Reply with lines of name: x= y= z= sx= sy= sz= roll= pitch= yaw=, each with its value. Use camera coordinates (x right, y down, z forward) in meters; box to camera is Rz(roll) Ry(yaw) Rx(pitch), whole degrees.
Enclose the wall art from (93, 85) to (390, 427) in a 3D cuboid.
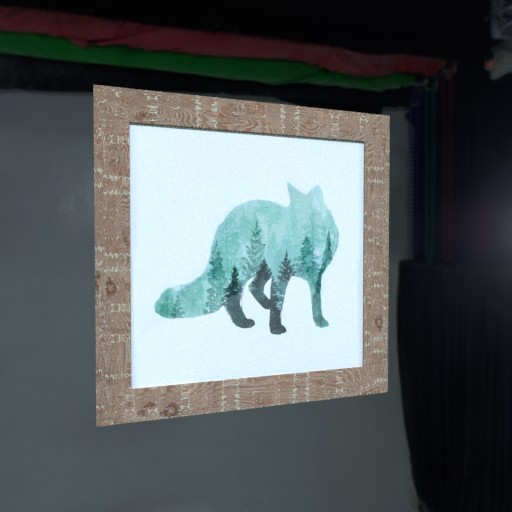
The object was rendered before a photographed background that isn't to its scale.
wall art: x=0.000 y=0.000 z=0.562 sx=0.384 sy=0.384 sz=0.012 roll=0 pitch=1 yaw=-18
